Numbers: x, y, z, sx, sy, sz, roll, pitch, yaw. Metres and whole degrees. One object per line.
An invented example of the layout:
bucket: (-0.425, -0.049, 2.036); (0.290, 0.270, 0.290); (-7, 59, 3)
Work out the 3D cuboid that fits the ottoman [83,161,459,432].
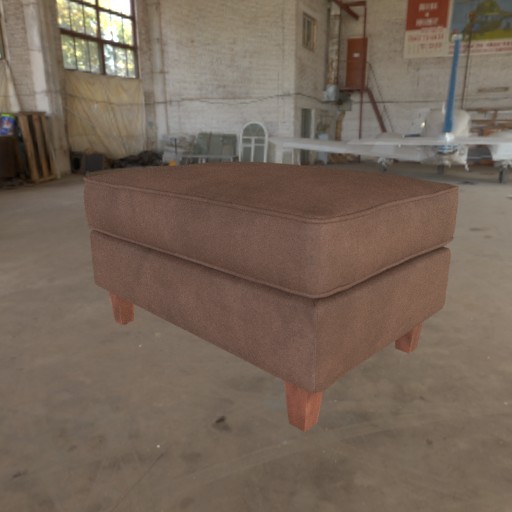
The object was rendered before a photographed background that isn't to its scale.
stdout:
ottoman: (0.000, 0.000, 1.209); (0.860, 0.481, 0.596); (15, 22, 42)
